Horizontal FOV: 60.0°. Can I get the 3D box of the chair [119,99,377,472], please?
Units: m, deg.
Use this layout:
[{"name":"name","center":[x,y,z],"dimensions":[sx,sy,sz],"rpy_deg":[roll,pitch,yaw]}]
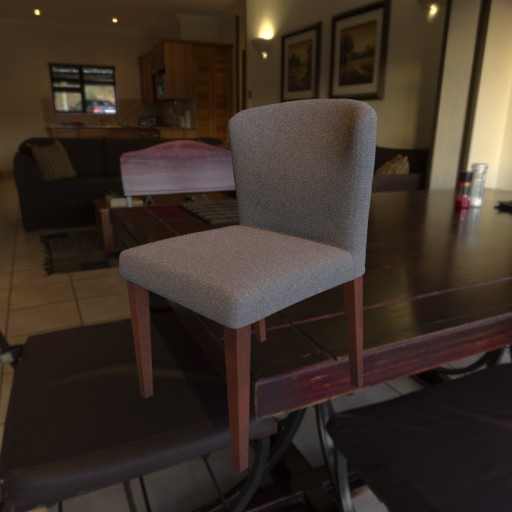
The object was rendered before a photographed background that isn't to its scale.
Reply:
[{"name":"chair","center":[0.000,0.000,1.227],"dimensions":[0.589,0.839,0.491],"rpy_deg":[-16,23,-42]}]
